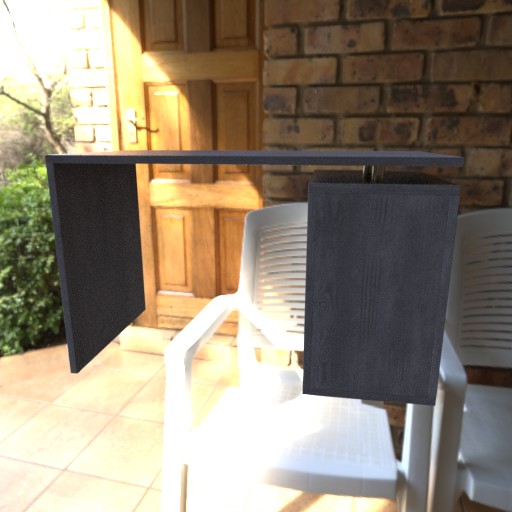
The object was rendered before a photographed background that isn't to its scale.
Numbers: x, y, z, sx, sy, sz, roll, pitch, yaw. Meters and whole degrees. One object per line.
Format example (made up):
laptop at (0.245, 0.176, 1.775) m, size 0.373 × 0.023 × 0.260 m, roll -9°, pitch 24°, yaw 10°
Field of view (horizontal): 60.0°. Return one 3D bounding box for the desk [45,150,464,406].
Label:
desk at (0.000, 0.000, 1.632) m, size 1.200 × 0.740 × 0.600 m, roll 2°, pitch 15°, yaw 9°
